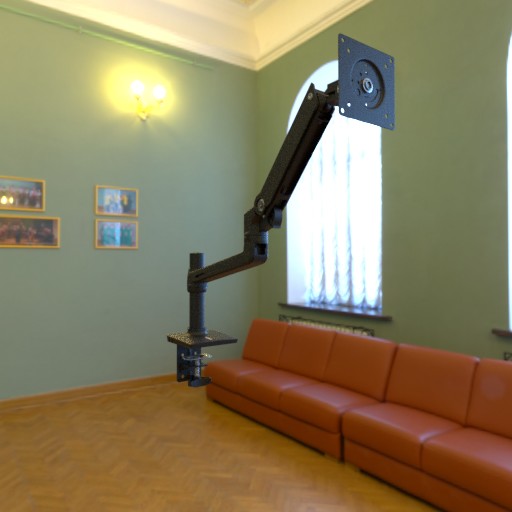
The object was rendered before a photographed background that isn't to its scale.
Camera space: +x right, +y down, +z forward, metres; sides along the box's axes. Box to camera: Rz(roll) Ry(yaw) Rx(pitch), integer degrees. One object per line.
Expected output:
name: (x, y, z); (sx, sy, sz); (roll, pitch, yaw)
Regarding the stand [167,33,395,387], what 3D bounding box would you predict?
stand: (0.000, 0.000, 1.015); (0.152, 0.713, 0.650); (1, -1, -37)
